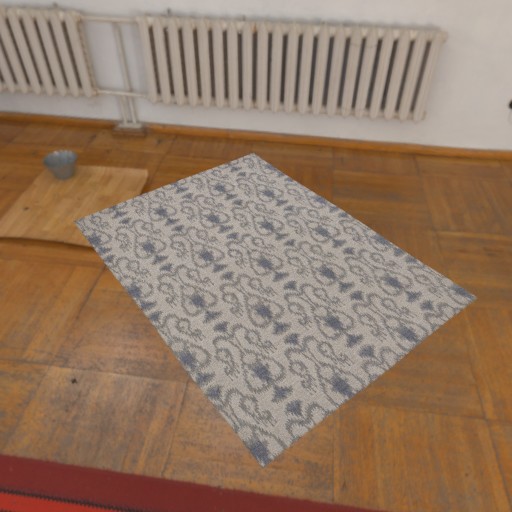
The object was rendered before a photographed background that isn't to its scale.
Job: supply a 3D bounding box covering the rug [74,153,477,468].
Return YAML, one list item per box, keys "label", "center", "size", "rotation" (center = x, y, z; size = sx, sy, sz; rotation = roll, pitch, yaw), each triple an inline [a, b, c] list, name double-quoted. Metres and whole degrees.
- label: "rug"
  center: [0.000, 0.000, 2.990]
  size: [1.676, 0.013, 2.261]
  rotation: [-27, 49, -27]
